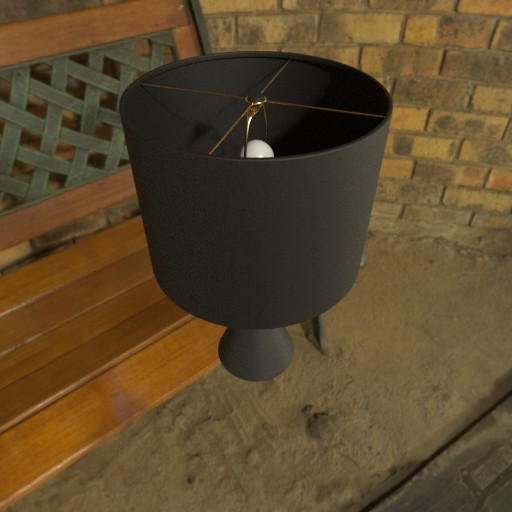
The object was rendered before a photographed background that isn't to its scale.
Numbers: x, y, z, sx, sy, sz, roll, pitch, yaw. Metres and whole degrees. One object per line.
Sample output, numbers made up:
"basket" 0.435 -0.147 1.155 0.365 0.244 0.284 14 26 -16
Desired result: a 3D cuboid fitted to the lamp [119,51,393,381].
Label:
"lamp" 0.000 0.000 0.787 0.359 0.584 0.359 13 43 14
